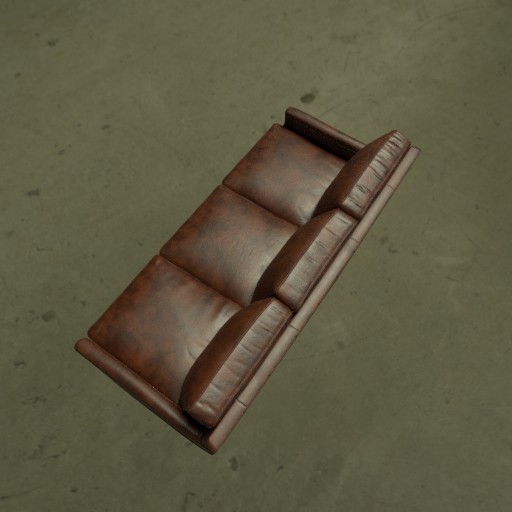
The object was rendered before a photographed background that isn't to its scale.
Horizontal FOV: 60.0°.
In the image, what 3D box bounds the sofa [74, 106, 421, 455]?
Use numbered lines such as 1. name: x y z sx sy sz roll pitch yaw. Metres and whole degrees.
1. sofa: 0.000 0.000 2.859 1.084 1.003 2.240 32 68 15
